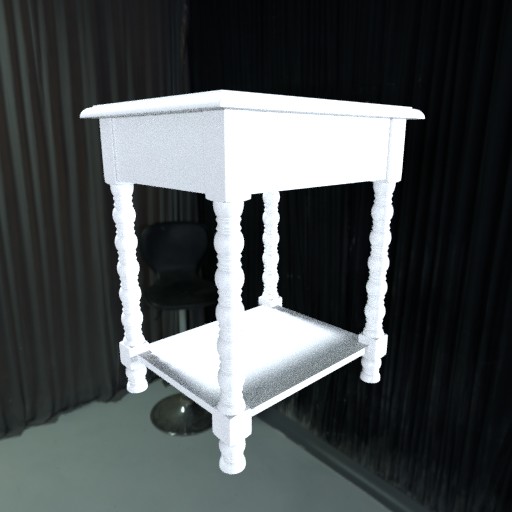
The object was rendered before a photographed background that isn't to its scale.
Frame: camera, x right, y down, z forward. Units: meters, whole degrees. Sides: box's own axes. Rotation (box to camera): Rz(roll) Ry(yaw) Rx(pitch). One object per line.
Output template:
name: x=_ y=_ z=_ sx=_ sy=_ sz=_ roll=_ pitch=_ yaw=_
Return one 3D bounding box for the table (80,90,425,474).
table: x=0.000 y=0.000 z=0.829 sx=0.460 sy=0.531 sz=0.381 roll=-13 pitch=20 yaw=-41
